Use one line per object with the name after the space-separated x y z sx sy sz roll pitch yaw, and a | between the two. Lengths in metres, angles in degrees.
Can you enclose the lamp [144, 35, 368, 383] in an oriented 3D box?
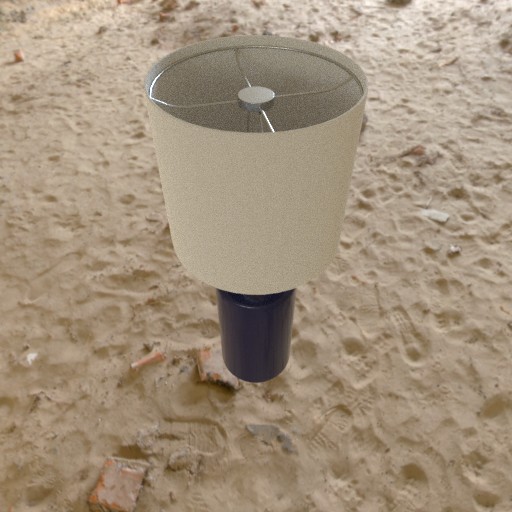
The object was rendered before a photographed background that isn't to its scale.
0.000 0.000 0.599 0.212 0.493 0.212 -10 47 -9 | lamp
